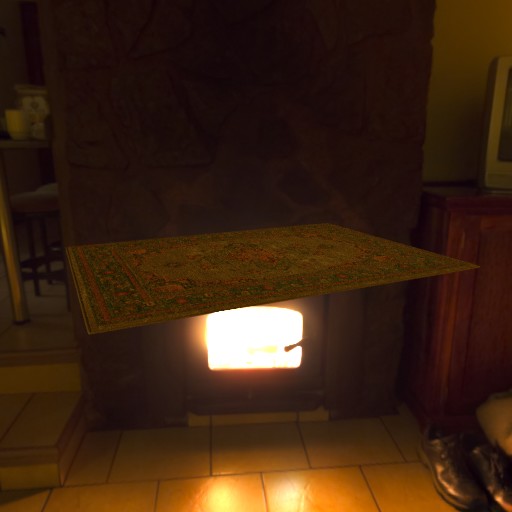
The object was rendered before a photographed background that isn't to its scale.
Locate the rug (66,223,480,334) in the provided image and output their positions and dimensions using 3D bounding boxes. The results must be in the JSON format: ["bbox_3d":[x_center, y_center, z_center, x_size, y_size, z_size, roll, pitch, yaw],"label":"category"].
[{"bbox_3d":[0.000,0.000,2.888,2.214,0.013,1.609,-7,16,-25],"label":"rug"}]
